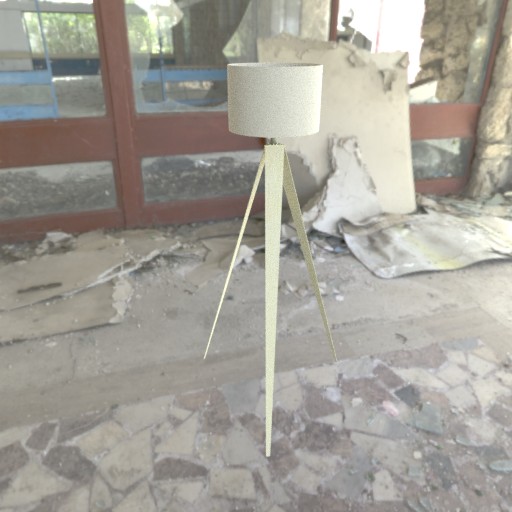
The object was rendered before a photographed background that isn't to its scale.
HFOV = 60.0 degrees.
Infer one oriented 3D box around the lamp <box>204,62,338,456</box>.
[{"bbox_3d":[0.000,0.000,1.923,0.716,1.524,0.724,8,27,17],"label":"lamp"}]
